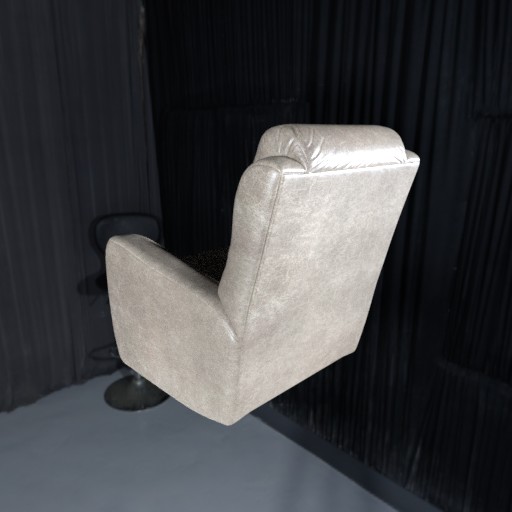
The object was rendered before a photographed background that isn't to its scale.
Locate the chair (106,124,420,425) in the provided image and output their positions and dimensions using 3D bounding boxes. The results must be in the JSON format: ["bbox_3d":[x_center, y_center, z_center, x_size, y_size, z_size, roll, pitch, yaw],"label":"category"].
[{"bbox_3d":[0.000,0.000,1.974,0.967,1.116,1.068,-15,22,-42],"label":"chair"}]
